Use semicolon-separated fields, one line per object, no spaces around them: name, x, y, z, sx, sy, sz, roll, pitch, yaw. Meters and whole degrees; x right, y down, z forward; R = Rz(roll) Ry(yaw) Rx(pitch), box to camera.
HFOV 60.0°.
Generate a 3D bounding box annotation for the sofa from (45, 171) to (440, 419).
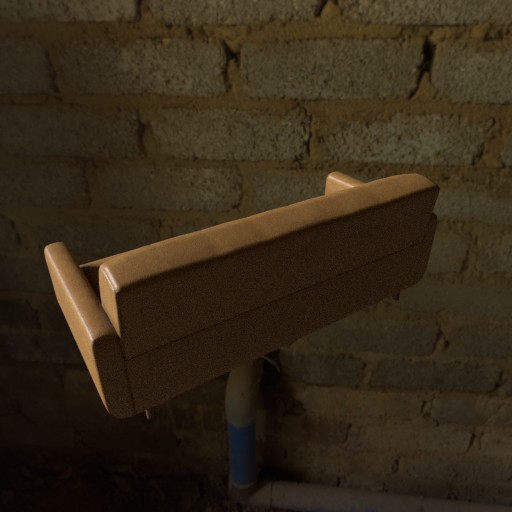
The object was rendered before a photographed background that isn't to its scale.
sofa;0.000;0.000;2.635;2.137;0.892;0.980;-19;36;-28
